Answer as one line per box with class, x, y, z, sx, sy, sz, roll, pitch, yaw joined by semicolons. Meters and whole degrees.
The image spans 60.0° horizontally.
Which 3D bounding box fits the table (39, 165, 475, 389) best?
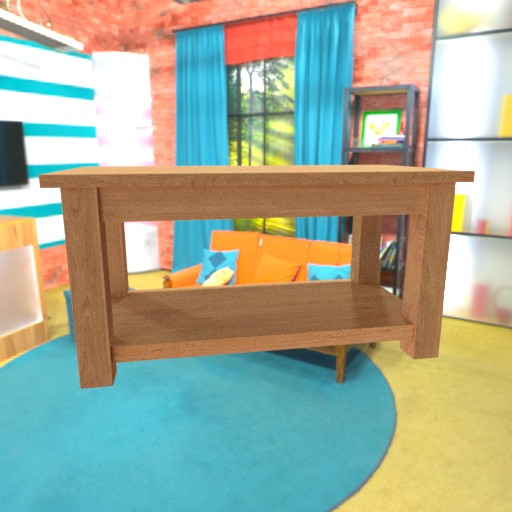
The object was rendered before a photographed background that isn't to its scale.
table;0.000;0.000;1.165;0.899;0.452;0.450;-2;14;-10
